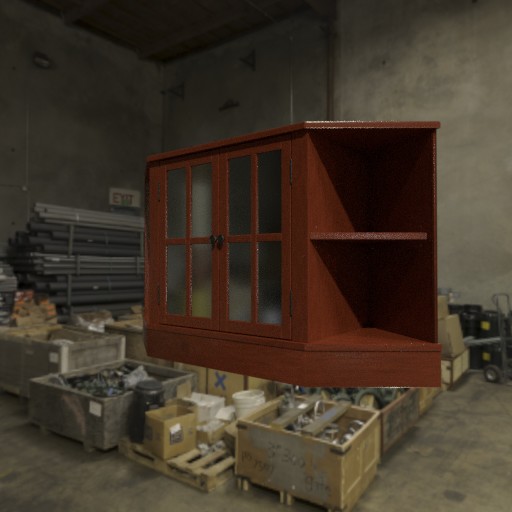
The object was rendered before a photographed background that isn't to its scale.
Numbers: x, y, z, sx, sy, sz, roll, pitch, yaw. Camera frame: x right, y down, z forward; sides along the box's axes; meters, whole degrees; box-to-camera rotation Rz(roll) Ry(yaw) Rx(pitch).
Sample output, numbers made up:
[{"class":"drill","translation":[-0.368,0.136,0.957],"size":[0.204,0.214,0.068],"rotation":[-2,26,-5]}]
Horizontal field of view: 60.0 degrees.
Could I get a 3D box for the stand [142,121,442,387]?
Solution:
[{"class":"stand","translation":[0.000,0.000,1.343],"size":[1.072,0.614,0.381],"rotation":[-1,-1,37]}]
